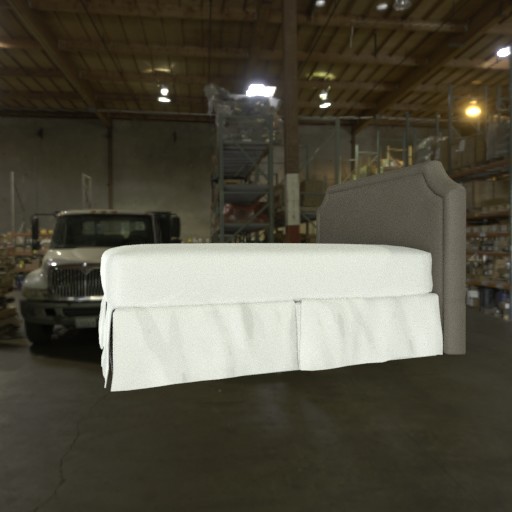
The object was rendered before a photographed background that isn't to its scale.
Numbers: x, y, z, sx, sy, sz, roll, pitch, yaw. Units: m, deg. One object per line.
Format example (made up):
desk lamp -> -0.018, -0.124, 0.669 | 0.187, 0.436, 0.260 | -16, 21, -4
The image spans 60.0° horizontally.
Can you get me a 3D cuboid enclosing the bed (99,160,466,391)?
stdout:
bed -> 0.000, 0.000, 3.260 | 2.181, 1.297, 1.831 | 0, 1, -20
